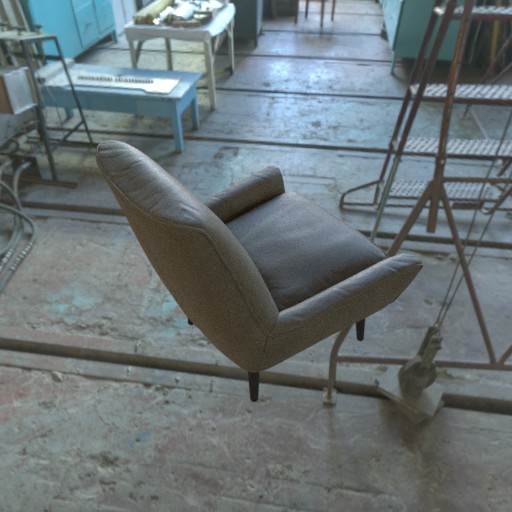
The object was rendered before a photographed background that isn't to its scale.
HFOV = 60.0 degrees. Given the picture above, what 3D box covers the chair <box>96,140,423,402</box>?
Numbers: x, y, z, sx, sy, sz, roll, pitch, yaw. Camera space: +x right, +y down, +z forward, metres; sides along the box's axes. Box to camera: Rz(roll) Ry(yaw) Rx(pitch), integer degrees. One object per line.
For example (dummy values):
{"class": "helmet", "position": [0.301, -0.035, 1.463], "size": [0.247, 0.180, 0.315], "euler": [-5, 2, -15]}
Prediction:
{"class": "chair", "position": [0.000, 0.000, 1.518], "size": [0.824, 0.888, 0.787], "euler": [-26, 48, -27]}
